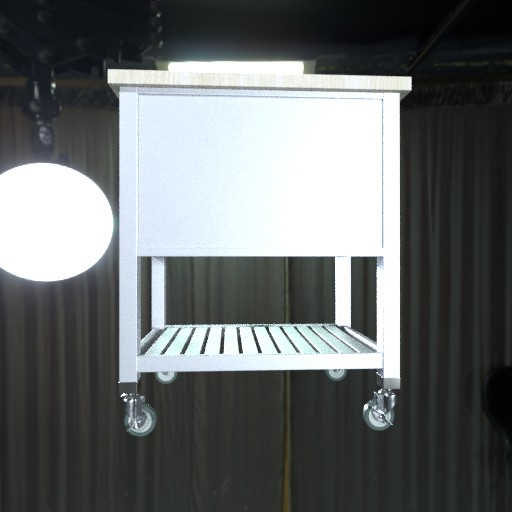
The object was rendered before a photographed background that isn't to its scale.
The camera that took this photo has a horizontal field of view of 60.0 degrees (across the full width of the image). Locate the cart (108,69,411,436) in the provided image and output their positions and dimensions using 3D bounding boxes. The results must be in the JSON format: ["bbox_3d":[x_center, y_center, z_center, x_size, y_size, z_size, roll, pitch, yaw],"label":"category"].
[{"bbox_3d":[0.000,0.000,1.386,0.762,0.914,0.559,0,0,-3],"label":"cart"}]
